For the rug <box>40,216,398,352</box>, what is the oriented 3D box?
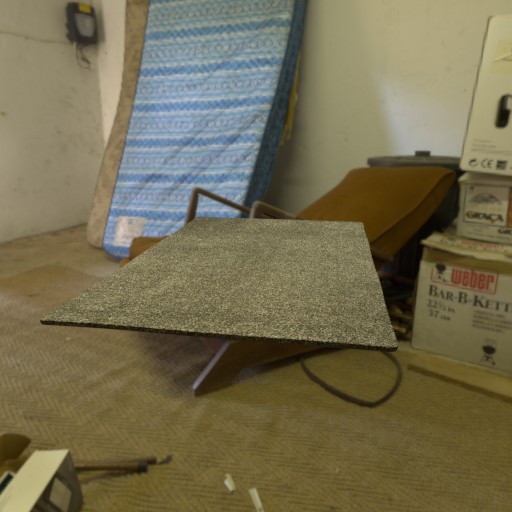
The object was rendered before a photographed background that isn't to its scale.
[{"bbox_3d":[0.000,0.000,2.909,1.501,0.025,2.352,3,16,9],"label":"rug"}]
